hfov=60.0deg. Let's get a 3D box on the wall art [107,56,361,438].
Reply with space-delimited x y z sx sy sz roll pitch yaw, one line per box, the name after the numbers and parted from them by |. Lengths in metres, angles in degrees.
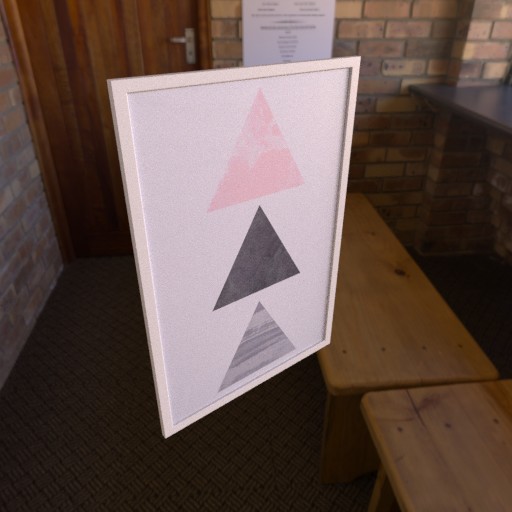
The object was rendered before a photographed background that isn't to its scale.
0.000 0.000 0.827 0.456 0.656 0.013 -21 36 -32 | wall art
